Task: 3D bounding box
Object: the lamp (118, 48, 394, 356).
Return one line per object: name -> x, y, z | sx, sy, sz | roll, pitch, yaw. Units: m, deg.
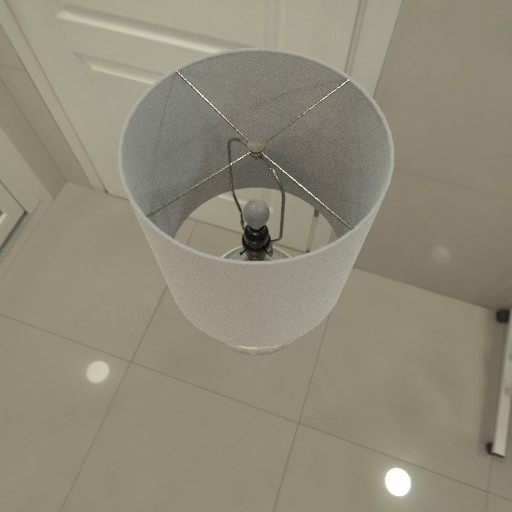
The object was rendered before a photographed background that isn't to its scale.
lamp -> 0.000, 0.000, 0.530 | 0.216, 0.404, 0.216 | 17, 65, 8
